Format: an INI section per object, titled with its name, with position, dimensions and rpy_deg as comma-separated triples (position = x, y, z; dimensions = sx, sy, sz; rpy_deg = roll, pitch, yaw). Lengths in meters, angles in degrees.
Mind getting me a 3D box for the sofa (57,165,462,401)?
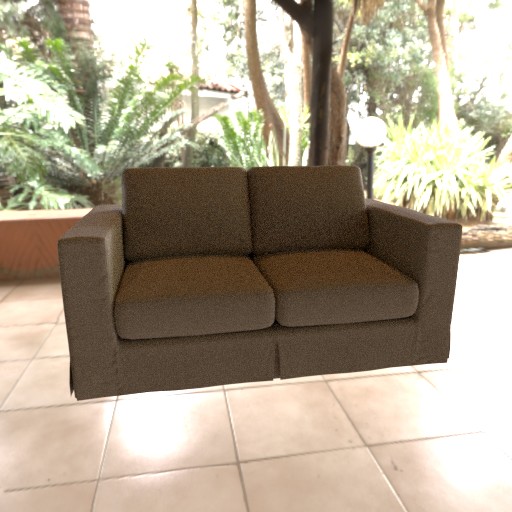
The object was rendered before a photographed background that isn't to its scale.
[sofa]
position = 0.000, 0.000, 2.409
dimensions = 1.813, 0.932, 1.009
rpy_deg = -3, 15, -11
